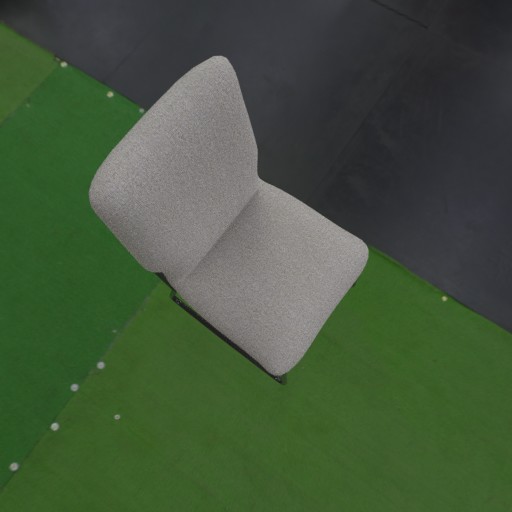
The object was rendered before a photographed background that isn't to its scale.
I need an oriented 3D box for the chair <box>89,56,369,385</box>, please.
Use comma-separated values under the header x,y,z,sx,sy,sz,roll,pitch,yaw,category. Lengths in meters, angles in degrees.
x,y,z,sx,sy,sz,roll,pitch,yaw,category
0.000,0.000,1.202,0.560,0.864,0.448,36,77,10,chair
